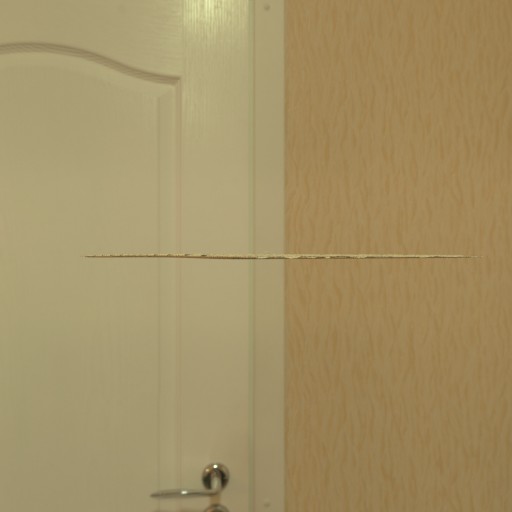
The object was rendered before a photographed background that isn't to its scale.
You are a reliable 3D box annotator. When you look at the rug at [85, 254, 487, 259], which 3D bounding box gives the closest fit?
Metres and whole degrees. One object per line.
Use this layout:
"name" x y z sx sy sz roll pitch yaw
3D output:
"rug" 0.000 0.000 4.222 2.388 0.030 3.213 0 0 -36
